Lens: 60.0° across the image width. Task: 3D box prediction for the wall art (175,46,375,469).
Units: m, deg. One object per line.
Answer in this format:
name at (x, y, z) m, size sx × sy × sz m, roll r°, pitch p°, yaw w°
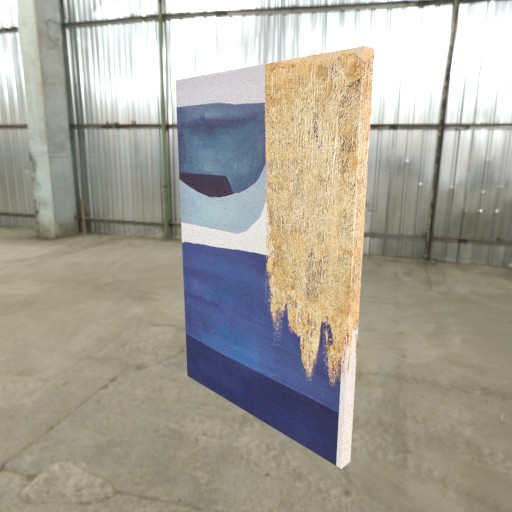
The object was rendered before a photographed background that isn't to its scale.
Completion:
wall art at (0.000, 0.000, 1.149) m, size 0.039 × 0.911 × 0.607 m, roll -13°, pitch 19°, yaw -43°
